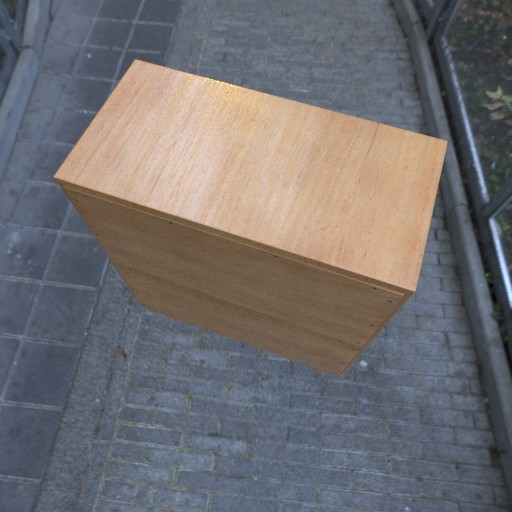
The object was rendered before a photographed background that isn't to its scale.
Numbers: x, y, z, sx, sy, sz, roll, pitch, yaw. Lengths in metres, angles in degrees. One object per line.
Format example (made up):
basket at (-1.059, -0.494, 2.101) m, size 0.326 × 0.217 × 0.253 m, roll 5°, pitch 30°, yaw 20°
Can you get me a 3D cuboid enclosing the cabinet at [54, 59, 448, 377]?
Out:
cabinet at (0.000, 0.000, 1.446) m, size 0.800 × 1.001 × 0.419 m, roll 18°, pitch 65°, yaw 9°
